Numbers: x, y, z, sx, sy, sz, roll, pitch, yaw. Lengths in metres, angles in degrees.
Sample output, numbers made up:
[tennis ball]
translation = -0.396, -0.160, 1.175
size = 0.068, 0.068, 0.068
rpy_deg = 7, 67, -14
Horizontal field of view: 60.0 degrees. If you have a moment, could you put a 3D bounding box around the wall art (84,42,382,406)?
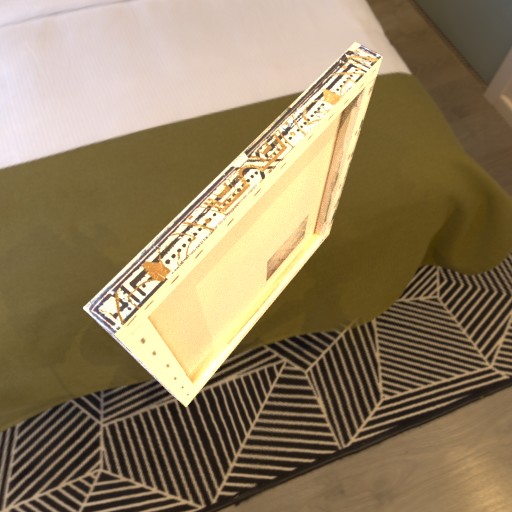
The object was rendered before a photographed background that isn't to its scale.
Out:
[wall art]
translation = 0.000, 0.000, 0.614
size = 0.038, 0.410, 0.411
rpy_deg = 35, 69, 16
